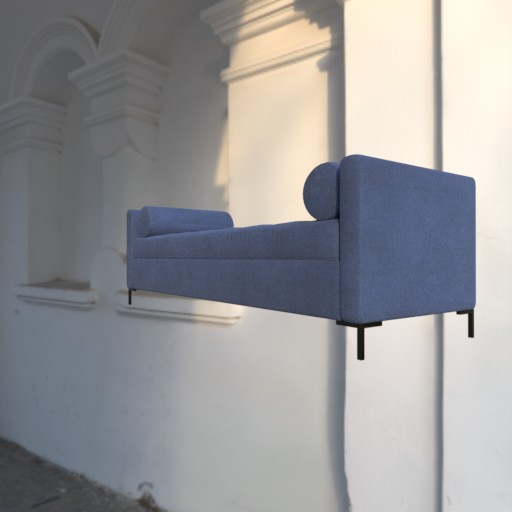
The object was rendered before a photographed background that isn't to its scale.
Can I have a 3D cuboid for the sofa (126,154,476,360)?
[{"bbox_3d":[0.000,0.000,2.317,0.686,0.635,1.981,0,0,-36],"label":"sofa"}]
